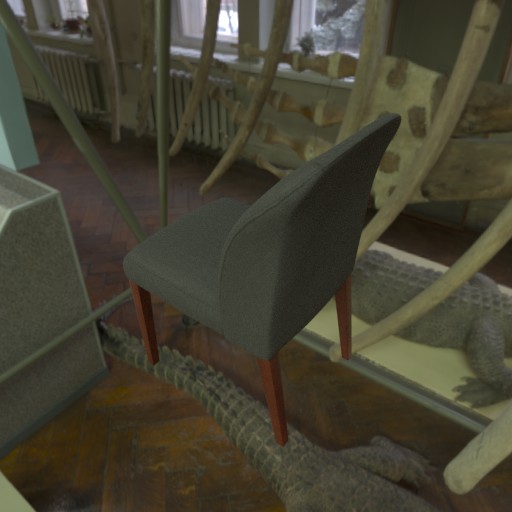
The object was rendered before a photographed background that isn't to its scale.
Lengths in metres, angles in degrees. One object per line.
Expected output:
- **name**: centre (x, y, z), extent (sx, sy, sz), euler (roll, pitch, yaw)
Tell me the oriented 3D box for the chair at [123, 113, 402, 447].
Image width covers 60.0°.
- **chair**: centre (0.000, 0.000, 1.266), extent (0.619, 0.879, 0.506), euler (22, 40, 29)
